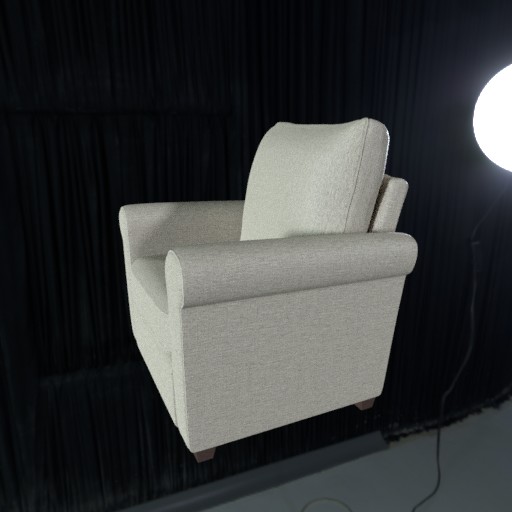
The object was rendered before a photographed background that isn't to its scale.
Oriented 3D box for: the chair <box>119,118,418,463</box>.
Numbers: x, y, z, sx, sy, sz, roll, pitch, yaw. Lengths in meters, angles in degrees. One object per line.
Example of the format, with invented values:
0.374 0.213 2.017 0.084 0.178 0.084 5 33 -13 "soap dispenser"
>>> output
0.000 0.000 2.289 1.180 1.349 1.275 -7 17 -24 "chair"
